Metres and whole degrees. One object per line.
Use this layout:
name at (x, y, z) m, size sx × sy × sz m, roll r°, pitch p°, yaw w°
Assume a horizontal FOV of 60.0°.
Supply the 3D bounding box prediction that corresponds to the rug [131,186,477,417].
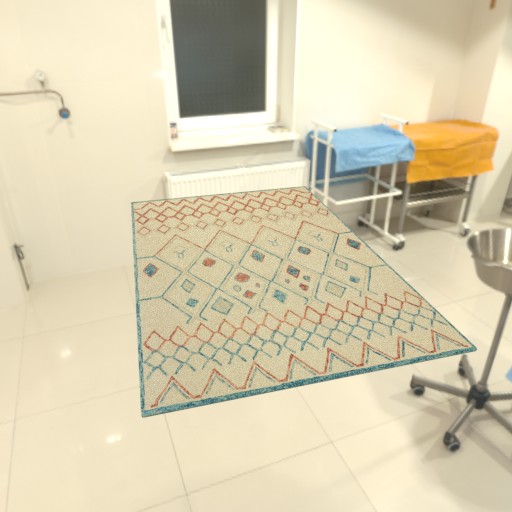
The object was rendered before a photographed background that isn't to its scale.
rug at (0.000, 0.000, 2.283) m, size 1.219 × 0.016 × 1.829 m, roll -7°, pitch 29°, yaw -13°
